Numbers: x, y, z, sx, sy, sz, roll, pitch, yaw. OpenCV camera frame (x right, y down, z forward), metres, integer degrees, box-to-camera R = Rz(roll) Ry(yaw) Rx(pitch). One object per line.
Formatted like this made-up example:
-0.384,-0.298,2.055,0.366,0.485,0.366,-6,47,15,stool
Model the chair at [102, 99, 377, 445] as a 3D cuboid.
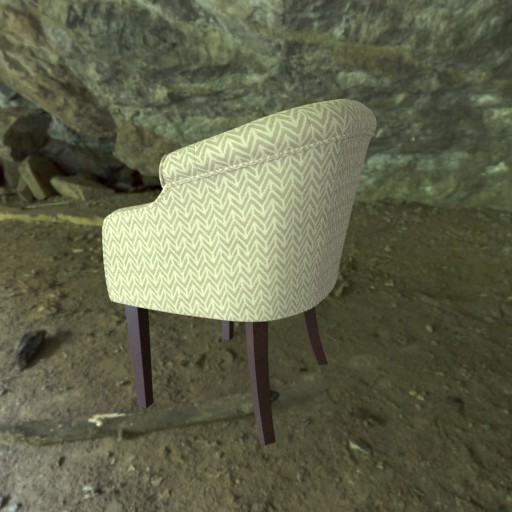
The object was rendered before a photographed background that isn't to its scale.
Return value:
0.000,0.000,1.311,0.613,0.858,0.686,8,17,25,chair
